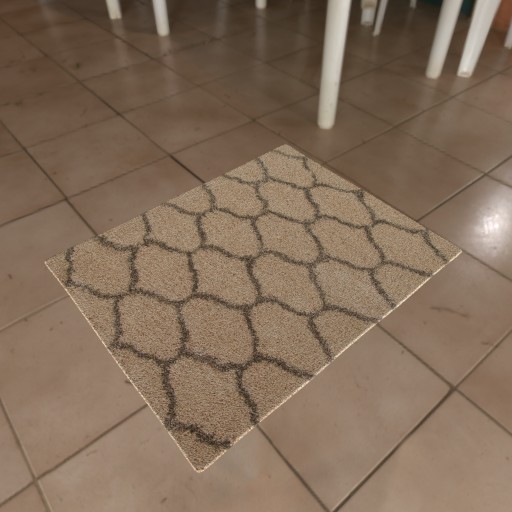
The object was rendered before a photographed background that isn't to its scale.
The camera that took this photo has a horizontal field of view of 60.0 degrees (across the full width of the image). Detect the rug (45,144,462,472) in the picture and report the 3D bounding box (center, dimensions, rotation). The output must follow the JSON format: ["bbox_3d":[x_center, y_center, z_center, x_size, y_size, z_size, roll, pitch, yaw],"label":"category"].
[{"bbox_3d":[0.000,0.000,4.050,3.000,0.026,2.399,-32,54,-27],"label":"rug"}]
